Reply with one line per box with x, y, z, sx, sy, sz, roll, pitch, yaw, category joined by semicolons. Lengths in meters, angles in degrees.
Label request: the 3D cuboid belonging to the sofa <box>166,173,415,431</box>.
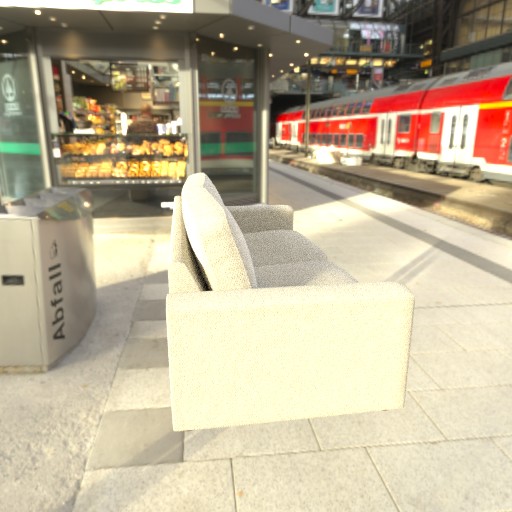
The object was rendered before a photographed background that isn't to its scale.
0.000;0.000;2.742;1.016;0.873;2.179;-3;16;-9;sofa
